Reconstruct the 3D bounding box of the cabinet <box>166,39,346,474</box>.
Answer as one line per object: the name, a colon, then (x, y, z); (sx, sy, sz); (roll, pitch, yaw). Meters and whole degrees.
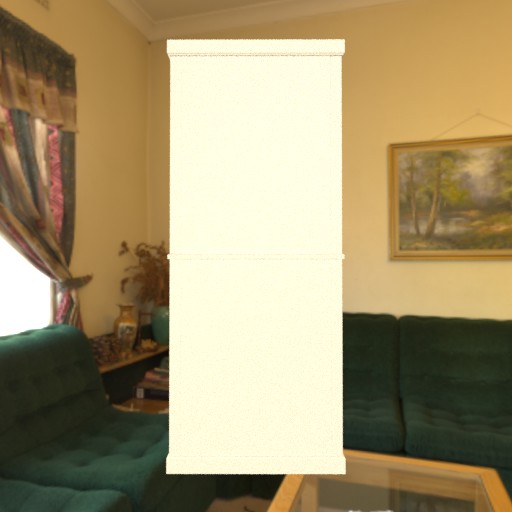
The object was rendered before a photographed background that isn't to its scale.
cabinet: (0.000, 0.000, 2.058); (0.754, 1.829, 0.390); (0, -1, 0)
